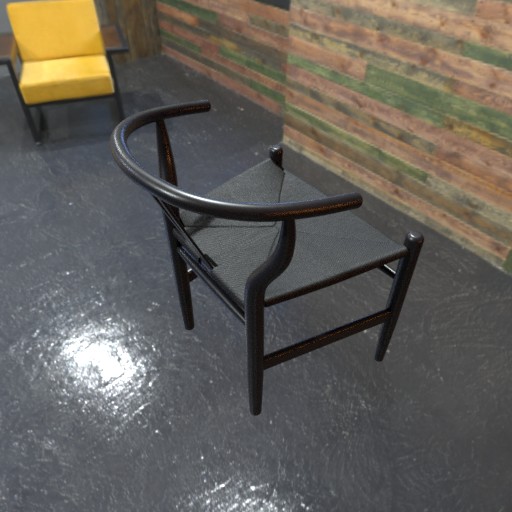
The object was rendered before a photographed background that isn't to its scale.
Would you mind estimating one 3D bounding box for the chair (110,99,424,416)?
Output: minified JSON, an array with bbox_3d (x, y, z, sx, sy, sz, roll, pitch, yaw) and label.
[{"bbox_3d":[0.000,0.000,1.146,0.579,0.730,0.569,-26,48,-26],"label":"chair"}]
